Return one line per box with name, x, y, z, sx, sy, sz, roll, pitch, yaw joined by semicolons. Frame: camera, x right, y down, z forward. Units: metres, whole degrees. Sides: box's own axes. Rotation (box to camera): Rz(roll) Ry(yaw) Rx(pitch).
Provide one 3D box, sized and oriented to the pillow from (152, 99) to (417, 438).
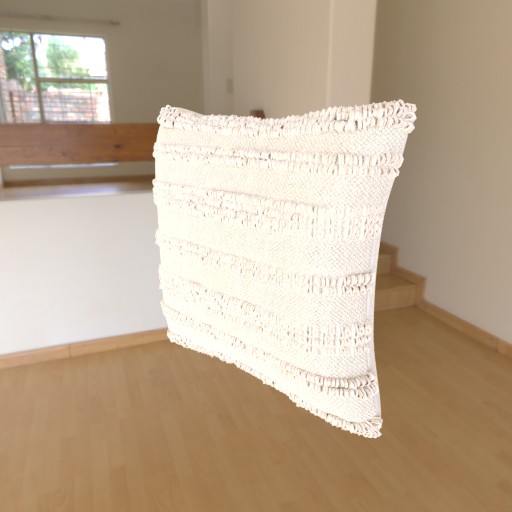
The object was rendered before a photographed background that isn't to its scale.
pillow;0.000;0.000;0.647;0.437;0.427;0.145;15;23;42
